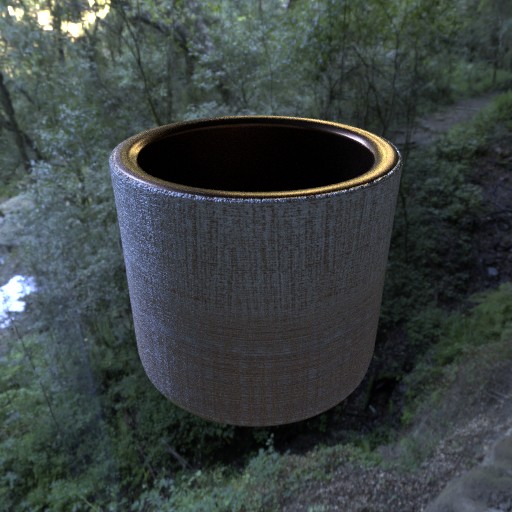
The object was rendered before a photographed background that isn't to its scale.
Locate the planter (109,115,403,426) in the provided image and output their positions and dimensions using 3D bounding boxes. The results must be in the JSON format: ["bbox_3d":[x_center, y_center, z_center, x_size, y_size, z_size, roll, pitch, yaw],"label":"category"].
[{"bbox_3d":[0.000,0.000,0.190,0.109,0.096,0.109,0,30,0],"label":"planter"}]
